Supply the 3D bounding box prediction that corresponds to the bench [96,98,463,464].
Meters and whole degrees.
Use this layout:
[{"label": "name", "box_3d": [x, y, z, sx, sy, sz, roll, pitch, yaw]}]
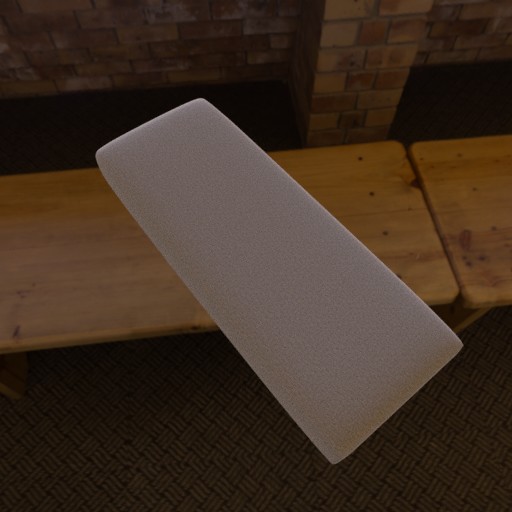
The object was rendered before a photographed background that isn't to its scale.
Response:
[{"label": "bench", "box_3d": [0.000, 0.000, 1.881, 0.631, 0.383, 1.598, -34, 65, -18]}]
